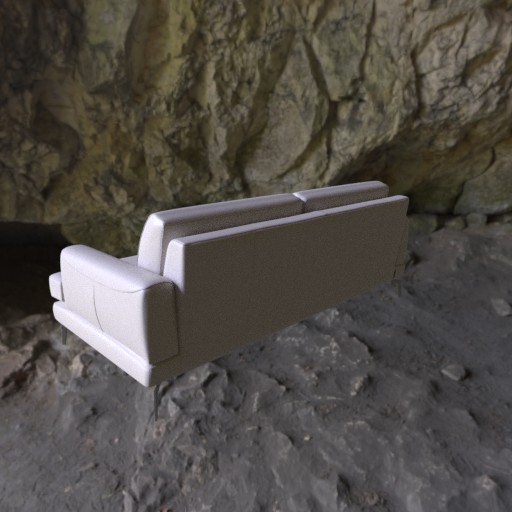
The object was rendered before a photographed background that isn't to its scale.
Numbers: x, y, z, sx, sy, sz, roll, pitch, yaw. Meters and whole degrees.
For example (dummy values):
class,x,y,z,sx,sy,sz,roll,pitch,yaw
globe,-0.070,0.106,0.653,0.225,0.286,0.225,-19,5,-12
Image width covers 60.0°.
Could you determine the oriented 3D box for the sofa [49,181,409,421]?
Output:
class,x,y,z,sx,sy,sz,roll,pitch,yaw
sofa,0.000,0.000,2.488,1.940,0.765,0.974,-15,21,-42
